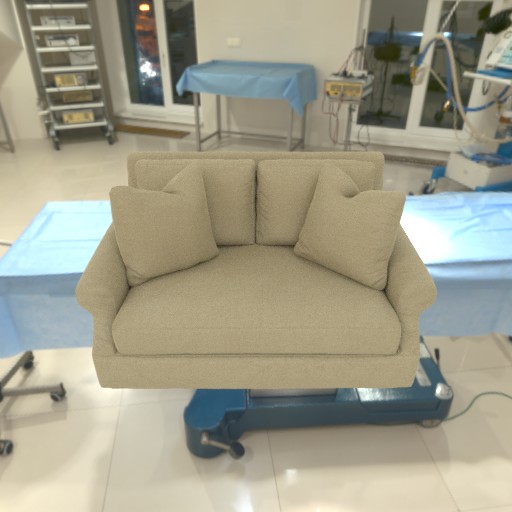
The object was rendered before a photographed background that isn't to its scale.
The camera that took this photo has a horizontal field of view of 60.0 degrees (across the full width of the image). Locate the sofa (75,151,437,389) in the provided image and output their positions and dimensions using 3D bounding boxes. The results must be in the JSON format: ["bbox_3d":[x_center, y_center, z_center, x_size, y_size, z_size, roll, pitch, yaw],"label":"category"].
[{"bbox_3d":[0.000,0.000,2.236,1.550,0.905,1.070,0,31,0],"label":"sofa"}]
